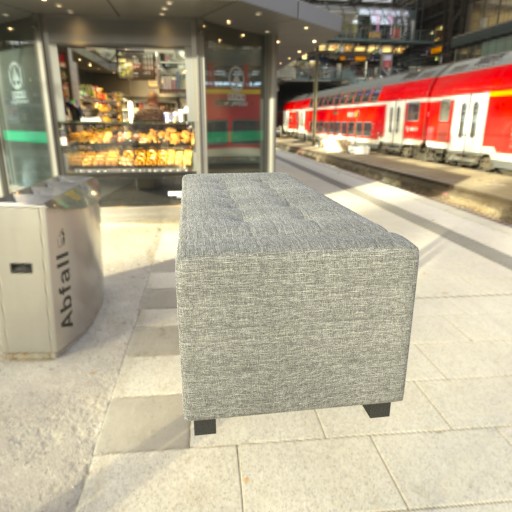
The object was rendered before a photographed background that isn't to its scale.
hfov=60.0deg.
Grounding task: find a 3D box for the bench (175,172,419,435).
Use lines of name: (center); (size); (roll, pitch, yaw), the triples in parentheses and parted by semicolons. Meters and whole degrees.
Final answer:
bench: (0.000, 0.000, 1.546); (0.508, 0.445, 1.296); (-3, 17, -8)
